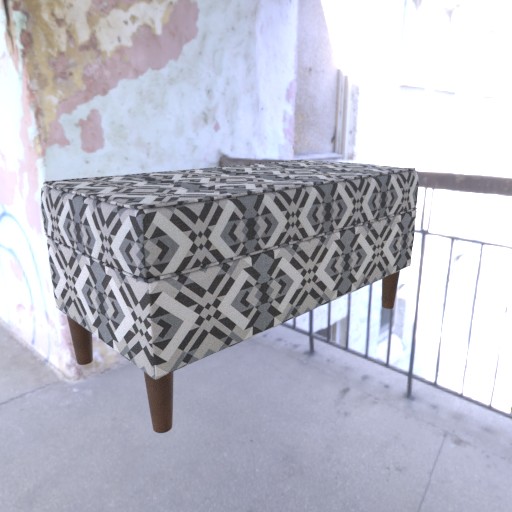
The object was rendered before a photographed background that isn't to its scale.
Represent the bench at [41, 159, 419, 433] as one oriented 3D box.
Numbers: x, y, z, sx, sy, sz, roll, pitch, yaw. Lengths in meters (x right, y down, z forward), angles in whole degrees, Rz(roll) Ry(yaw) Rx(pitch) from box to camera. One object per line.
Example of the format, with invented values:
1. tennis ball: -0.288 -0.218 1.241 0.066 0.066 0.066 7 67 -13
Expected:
1. bench: 0.000 0.000 1.294 1.016 0.477 0.492 -16 23 -42
